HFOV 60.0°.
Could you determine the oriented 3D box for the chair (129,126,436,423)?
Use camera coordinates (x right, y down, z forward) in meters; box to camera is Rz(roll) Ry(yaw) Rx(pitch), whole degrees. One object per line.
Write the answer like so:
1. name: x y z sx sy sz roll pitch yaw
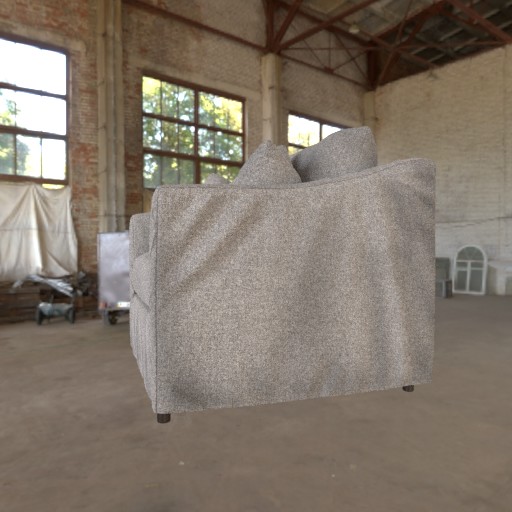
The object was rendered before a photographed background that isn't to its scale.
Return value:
1. chair: 0.000 0.000 2.055 1.071 1.059 1.194 0 1 -20
